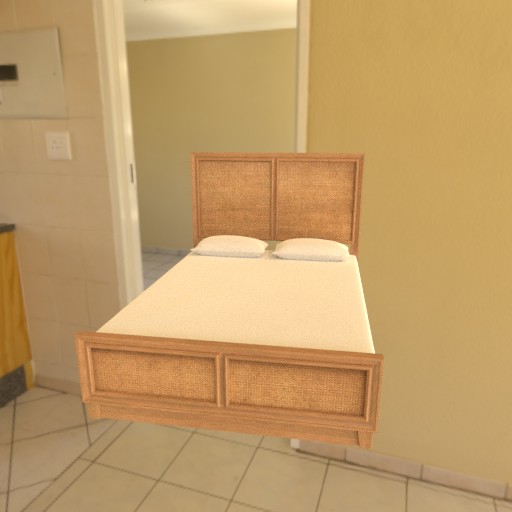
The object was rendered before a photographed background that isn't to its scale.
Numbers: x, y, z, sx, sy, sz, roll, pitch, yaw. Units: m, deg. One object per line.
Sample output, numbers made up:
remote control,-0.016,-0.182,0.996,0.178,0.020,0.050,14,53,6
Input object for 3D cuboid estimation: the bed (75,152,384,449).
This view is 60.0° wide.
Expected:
bed,0.000,0.000,3.238,1.606,1.387,2.184,3,16,9
